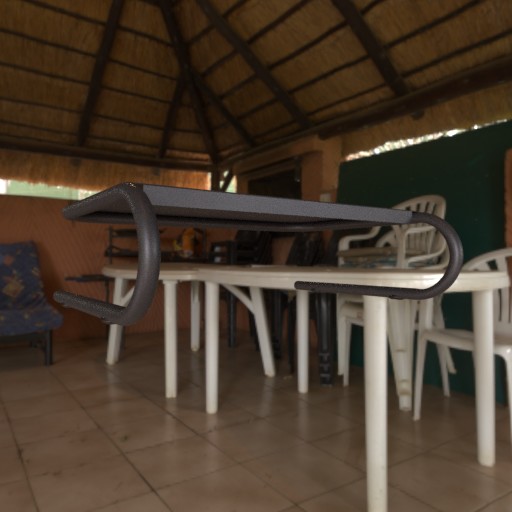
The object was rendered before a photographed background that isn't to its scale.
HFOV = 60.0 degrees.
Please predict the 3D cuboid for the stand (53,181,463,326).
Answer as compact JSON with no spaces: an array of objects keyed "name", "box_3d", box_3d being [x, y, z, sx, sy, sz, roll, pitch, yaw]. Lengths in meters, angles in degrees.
[{"name":"stand","box_3d":[0.000,0.000,0.497,0.370,0.108,0.280,0,0,-35]}]
